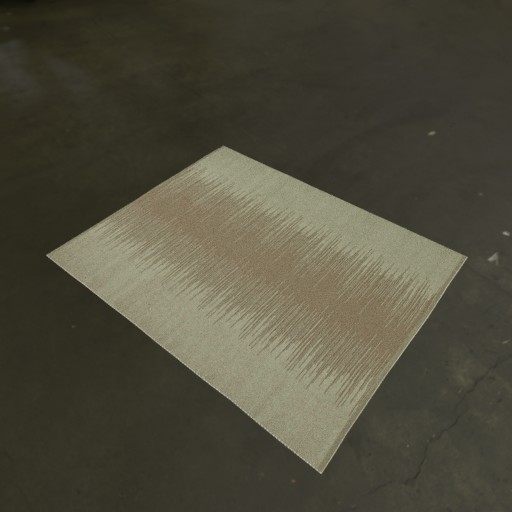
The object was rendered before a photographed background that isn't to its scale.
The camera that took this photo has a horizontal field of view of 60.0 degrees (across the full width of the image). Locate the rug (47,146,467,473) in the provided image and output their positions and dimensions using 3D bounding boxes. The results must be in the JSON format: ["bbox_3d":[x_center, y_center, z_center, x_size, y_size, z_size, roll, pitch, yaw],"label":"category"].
[{"bbox_3d":[0.000,0.000,4.092,3.048,0.013,2.438,30,52,26],"label":"rug"}]
